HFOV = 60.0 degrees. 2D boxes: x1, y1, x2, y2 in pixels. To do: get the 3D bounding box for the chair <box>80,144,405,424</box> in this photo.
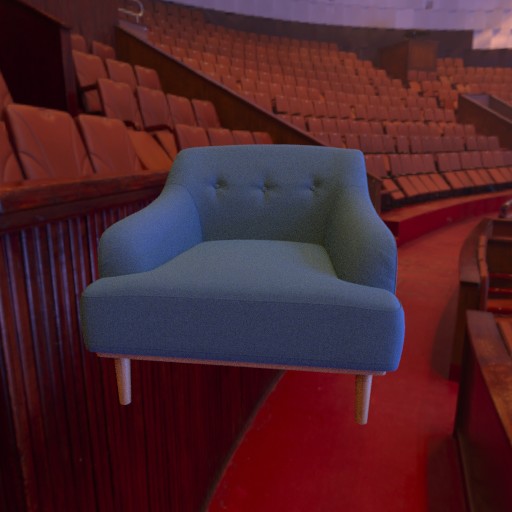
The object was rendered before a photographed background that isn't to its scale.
[{"bbox_3d":[0.000,0.000,1.665,0.946,0.818,0.951,2,14,8],"label":"chair"}]
